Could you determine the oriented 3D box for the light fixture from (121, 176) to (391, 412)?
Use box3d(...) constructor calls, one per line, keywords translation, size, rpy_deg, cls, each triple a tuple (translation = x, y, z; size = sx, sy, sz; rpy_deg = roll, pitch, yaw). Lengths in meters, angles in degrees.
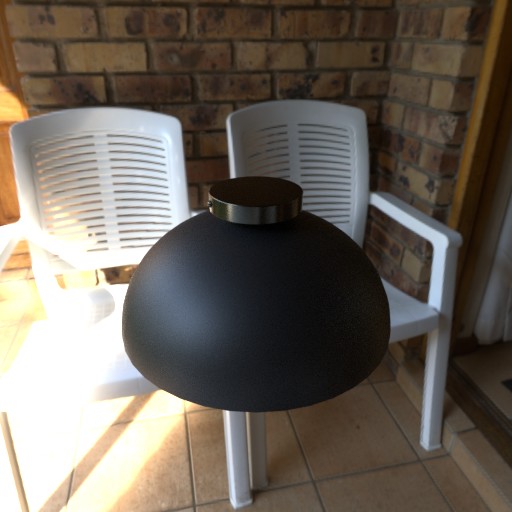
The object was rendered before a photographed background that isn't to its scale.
box3d(translation=(0.000, 0.000, 0.568), size=(0.355, 0.177, 0.355), rpy_deg=(0, 27, 0), cls="light fixture")
